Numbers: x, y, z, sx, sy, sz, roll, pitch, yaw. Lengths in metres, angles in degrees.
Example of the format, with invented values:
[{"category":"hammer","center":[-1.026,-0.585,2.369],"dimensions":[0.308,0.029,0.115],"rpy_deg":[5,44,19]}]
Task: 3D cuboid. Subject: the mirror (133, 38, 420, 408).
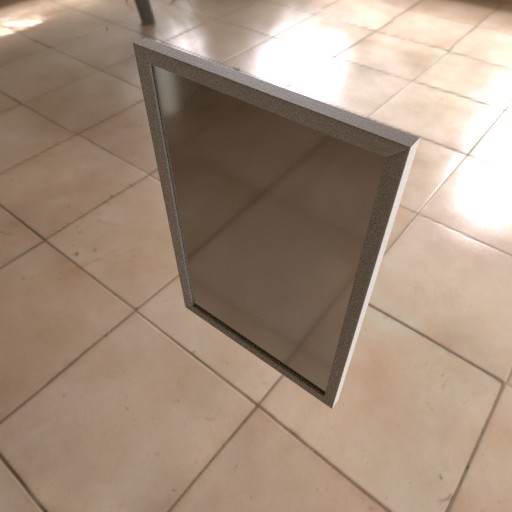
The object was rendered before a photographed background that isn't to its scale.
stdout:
[{"category":"mirror","center":[0.000,0.000,1.128],"dimensions":[0.609,0.915,0.040],"rpy_deg":[30,54,25]}]
